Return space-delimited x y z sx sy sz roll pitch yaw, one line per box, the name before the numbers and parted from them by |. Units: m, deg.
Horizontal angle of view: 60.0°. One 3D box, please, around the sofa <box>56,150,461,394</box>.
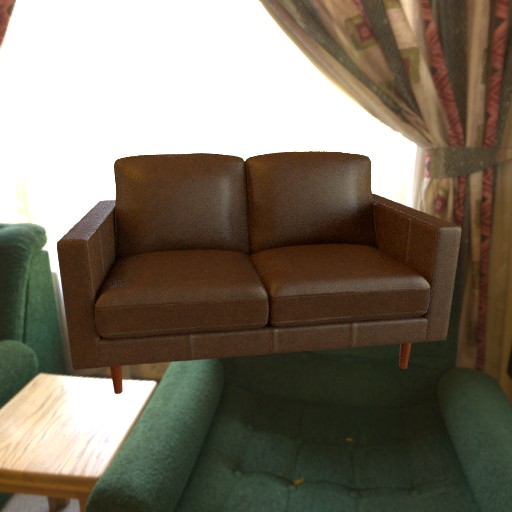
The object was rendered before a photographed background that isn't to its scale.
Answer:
sofa | 0.000 0.000 2.142 1.578 0.951 0.909 -3 17 -9
